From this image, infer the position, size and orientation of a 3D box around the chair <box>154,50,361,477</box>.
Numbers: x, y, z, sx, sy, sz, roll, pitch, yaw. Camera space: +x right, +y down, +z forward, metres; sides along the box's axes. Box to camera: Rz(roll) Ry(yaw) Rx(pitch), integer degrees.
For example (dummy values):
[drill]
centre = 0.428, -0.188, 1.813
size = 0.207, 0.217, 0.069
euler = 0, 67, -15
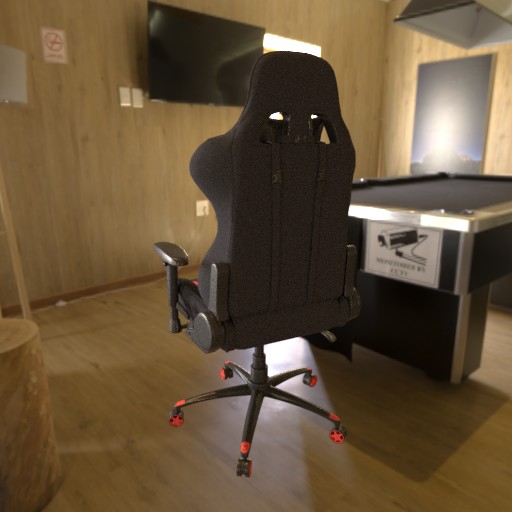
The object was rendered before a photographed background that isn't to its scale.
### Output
[chair]
centre = 0.000, 0.000, 1.651
size = 0.695, 1.326, 0.658
euler = -7, 16, -26
